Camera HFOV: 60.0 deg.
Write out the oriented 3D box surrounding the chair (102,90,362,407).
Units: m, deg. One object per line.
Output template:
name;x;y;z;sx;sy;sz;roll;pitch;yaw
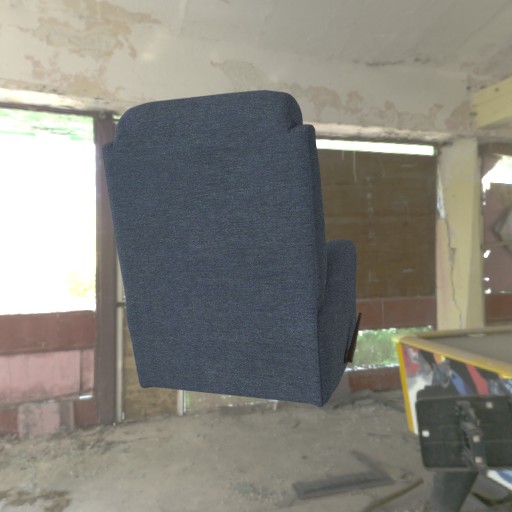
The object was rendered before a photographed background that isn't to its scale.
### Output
chair;0.000;0.000;1.776;0.798;1.013;1.043;0;1;18
